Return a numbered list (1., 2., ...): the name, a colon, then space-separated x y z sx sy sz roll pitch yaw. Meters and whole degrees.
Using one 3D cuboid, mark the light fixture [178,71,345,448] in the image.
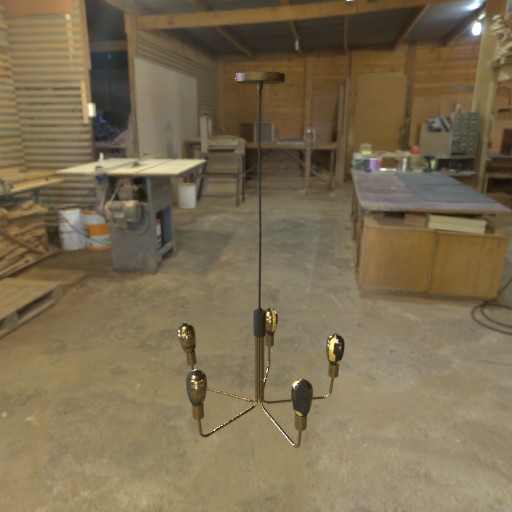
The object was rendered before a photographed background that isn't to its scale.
1. light fixture: 0.000 0.000 1.396 0.588 1.059 0.532 3 17 9
